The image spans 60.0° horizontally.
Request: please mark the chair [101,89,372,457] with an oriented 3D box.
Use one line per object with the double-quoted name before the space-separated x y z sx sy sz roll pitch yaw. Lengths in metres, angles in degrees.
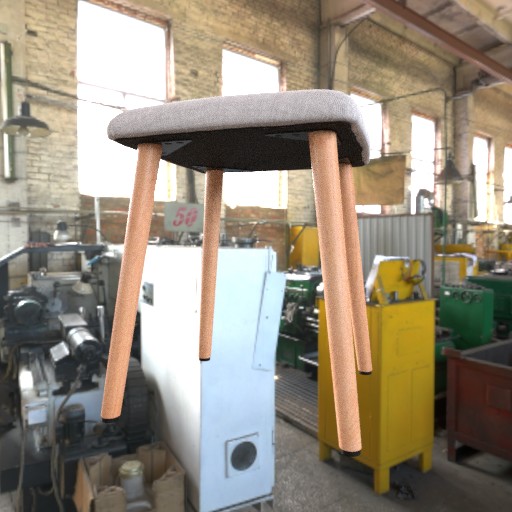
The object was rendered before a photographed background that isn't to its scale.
"chair" 0.000 0.000 0.705 0.350 0.440 0.350 1 2 17
